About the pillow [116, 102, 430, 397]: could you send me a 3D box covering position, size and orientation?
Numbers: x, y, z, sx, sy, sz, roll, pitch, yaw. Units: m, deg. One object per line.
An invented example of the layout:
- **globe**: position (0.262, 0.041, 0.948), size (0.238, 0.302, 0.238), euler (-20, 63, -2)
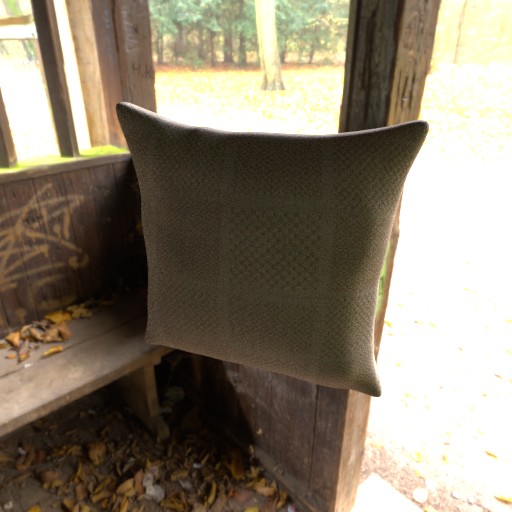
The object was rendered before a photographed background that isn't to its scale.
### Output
- **pillow**: position (0.000, 0.000, 0.683), size (0.436, 0.432, 0.138), euler (9, 28, 17)
